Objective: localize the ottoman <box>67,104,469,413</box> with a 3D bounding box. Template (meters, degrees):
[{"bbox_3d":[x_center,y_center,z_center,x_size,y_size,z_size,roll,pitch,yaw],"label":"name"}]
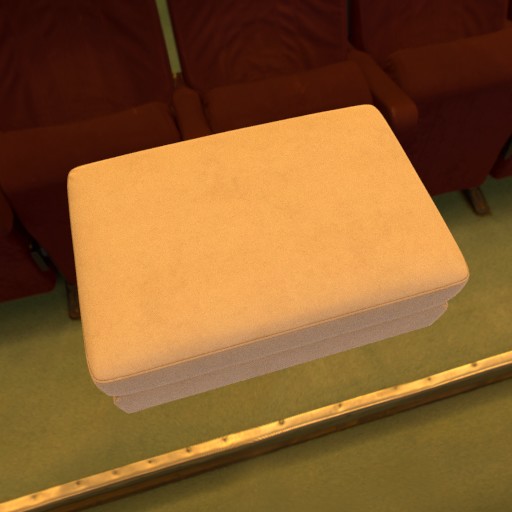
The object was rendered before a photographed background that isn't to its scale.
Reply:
[{"bbox_3d":[0.000,0.000,1.201,0.864,0.483,0.584,-14,63,-7],"label":"ottoman"}]
